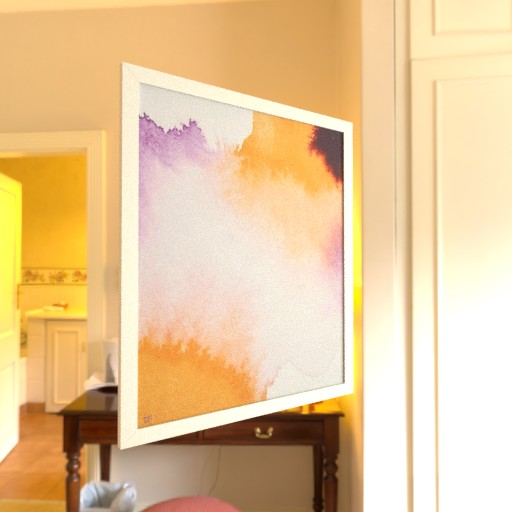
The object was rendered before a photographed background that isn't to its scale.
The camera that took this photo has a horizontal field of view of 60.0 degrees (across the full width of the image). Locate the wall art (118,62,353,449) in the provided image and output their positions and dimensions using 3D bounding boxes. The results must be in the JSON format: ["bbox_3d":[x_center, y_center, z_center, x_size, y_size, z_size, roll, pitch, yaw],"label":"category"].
[{"bbox_3d":[0.000,0.000,0.780,0.482,0.557,0.012,1,-1,-35],"label":"wall art"}]
